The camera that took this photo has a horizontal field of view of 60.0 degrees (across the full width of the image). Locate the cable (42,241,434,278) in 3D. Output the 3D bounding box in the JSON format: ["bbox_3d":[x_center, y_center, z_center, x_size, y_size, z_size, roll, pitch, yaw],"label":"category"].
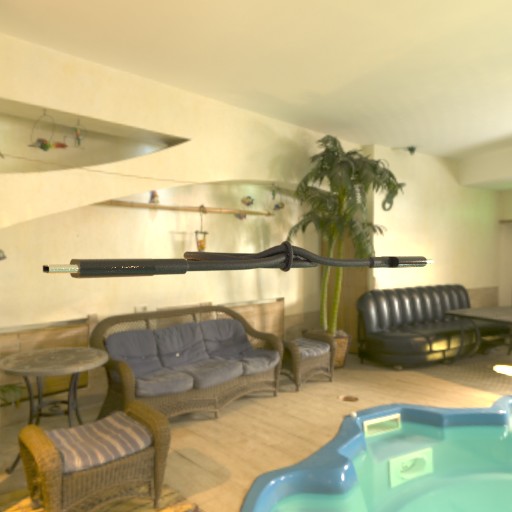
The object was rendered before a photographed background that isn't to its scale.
[{"bbox_3d":[0.000,0.000,0.222,0.203,0.014,0.070,0,1,-36],"label":"cable"}]
